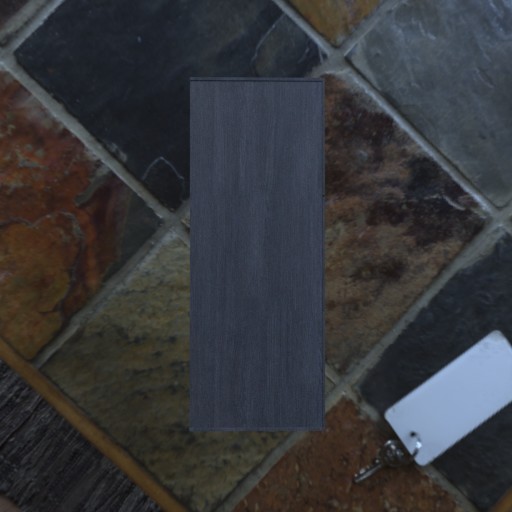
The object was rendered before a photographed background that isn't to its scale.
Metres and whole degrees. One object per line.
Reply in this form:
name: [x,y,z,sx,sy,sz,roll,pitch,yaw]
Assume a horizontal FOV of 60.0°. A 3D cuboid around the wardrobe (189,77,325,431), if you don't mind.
wardrobe: [0.000,0.000,2.572,0.510,1.910,1.290,0,89,-1]
